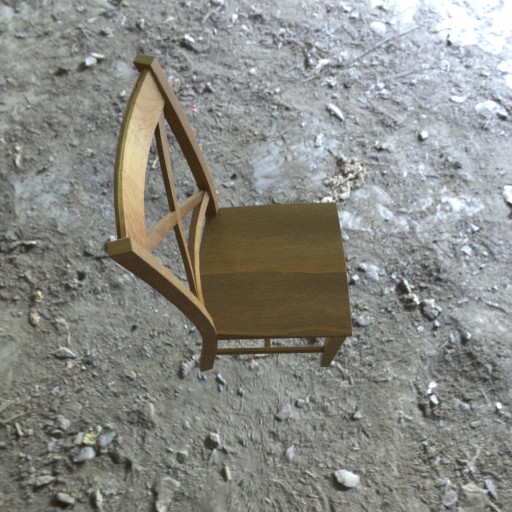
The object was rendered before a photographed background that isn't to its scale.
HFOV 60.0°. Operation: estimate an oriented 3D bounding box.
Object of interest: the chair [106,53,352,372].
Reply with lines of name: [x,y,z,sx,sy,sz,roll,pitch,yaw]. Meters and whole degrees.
chair: [0.000,0.000,1.276,0.542,0.983,0.485,-1,63,-1]
